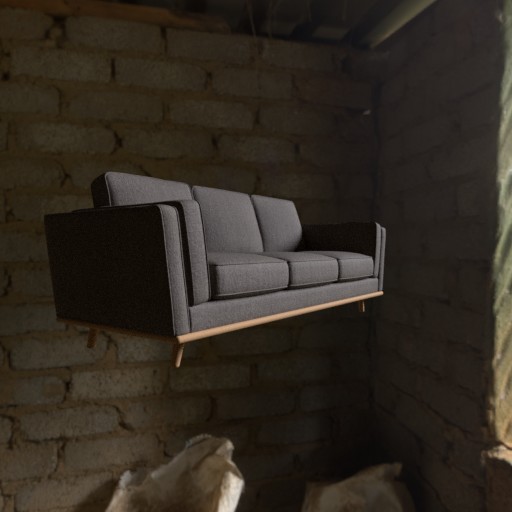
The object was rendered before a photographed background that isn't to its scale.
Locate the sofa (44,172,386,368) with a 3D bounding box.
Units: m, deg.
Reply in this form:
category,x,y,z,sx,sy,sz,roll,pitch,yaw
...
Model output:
category,x,y,z,sx,sy,sz,roll,pitch,yaw
sofa,0.000,0.000,2.835,0.903,0.899,2.362,1,1,36
